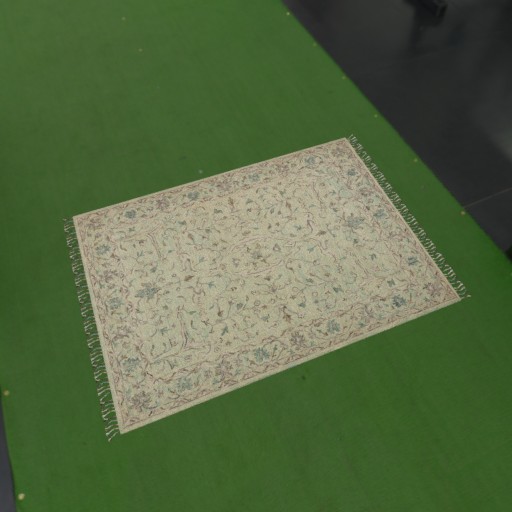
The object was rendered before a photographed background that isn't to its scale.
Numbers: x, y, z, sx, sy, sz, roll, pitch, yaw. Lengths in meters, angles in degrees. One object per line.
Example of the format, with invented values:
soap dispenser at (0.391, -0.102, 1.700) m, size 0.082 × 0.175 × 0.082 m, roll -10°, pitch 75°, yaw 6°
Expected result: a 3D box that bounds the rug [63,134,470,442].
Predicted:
rug at (0.000, 0.000, 2.307) m, size 1.802 × 0.008 × 1.247 m, roll -19°, pitch 60°, yaw -11°
